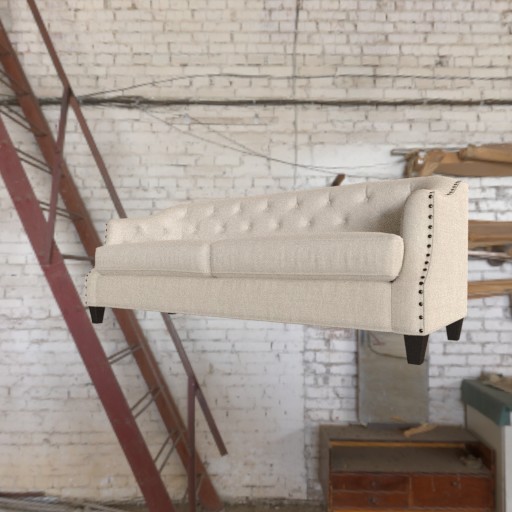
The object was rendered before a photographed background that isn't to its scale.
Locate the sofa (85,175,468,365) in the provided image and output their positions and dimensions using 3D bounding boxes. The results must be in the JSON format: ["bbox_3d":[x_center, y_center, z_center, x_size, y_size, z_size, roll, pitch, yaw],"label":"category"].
[{"bbox_3d":[0.000,0.000,2.709,2.235,0.901,0.914,-1,-1,36],"label":"sofa"}]
